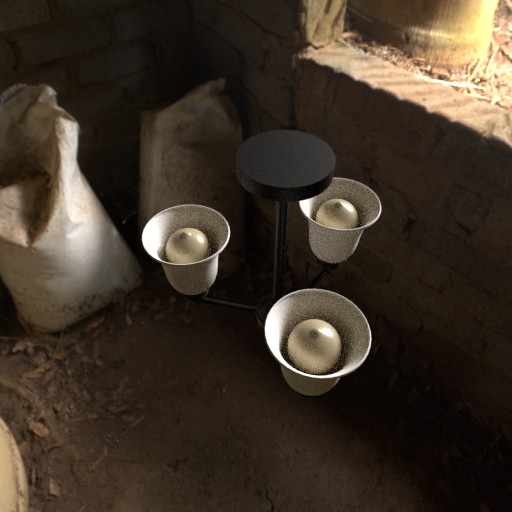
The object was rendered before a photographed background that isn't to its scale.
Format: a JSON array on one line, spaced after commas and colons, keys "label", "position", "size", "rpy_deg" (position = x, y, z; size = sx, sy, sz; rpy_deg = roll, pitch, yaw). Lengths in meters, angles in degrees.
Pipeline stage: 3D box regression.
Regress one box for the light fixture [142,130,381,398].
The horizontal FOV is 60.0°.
[{"label": "light fixture", "position": [0.000, 0.000, 0.676], "size": [0.354, 0.370, 0.388], "rpy_deg": [10, 48, 9]}]
